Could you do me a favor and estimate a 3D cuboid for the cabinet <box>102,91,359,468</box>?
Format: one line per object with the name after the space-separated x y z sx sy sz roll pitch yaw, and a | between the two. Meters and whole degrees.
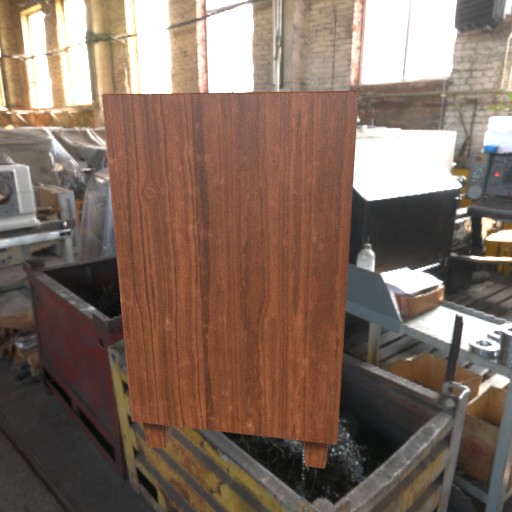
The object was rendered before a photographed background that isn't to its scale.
0.000 0.000 1.062 0.410 0.695 0.607 3 16 9 | cabinet
